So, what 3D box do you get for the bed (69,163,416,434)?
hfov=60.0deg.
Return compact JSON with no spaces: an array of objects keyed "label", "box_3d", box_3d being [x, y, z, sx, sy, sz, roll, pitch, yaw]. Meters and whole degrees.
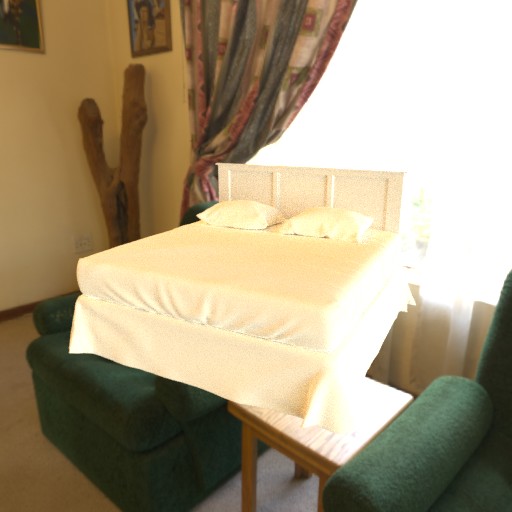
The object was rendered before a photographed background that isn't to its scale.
[{"label":"bed","box_3d":[0.000,0.000,3.637,2.317,1.273,2.215,8,18,26]}]
